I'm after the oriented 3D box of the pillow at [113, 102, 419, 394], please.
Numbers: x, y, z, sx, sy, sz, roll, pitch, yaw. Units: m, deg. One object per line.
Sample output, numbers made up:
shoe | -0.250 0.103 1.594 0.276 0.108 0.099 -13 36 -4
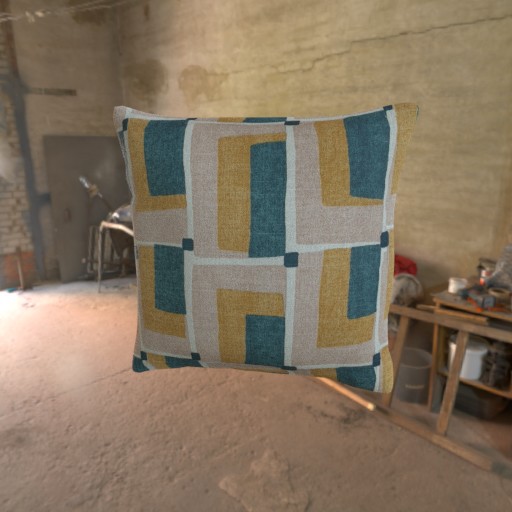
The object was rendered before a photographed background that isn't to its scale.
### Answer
pillow | 0.000 0.000 0.734 0.478 0.479 0.158 2 15 9
